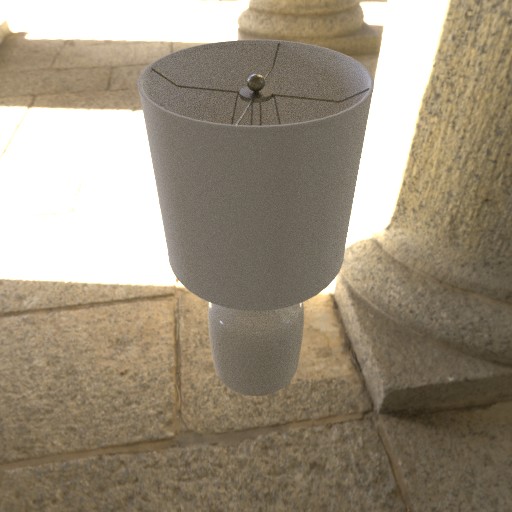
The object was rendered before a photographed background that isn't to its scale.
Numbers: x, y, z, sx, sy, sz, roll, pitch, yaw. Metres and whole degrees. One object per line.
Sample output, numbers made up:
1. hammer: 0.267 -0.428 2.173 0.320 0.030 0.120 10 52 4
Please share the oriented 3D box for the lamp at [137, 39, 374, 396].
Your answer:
1. lamp: 0.000 0.000 0.488 0.188 0.392 0.188 -27 49 -27
